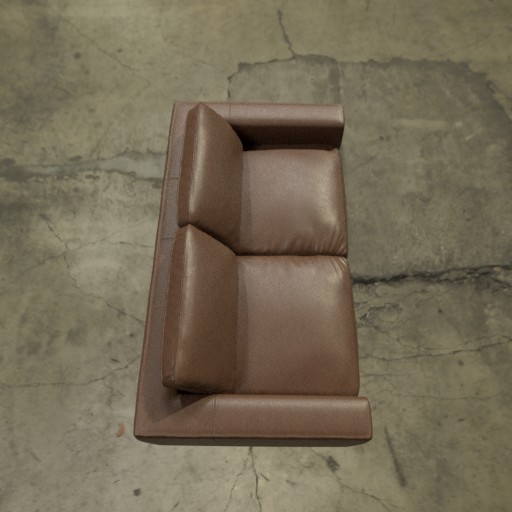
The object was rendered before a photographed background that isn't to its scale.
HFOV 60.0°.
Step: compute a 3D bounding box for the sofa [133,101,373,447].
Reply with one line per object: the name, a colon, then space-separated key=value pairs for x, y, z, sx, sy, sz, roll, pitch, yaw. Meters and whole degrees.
sofa: x=0.000 y=0.000 z=2.453 sx=1.070 sy=0.800 sz=1.920 roll=1 pitch=65 yaw=0
